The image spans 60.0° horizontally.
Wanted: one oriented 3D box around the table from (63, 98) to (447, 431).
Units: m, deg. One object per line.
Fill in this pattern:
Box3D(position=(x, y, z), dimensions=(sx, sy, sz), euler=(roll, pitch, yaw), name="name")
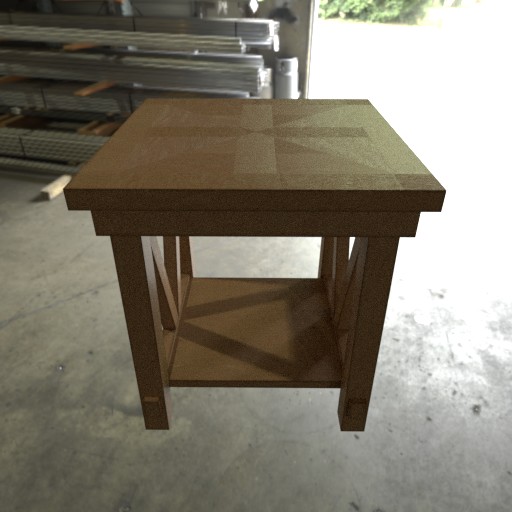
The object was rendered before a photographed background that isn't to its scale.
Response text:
Box3D(position=(0.000, 0.000, 1.132), dimensions=(0.610, 0.638, 0.612), euler=(0, 32, 0), name="table")
